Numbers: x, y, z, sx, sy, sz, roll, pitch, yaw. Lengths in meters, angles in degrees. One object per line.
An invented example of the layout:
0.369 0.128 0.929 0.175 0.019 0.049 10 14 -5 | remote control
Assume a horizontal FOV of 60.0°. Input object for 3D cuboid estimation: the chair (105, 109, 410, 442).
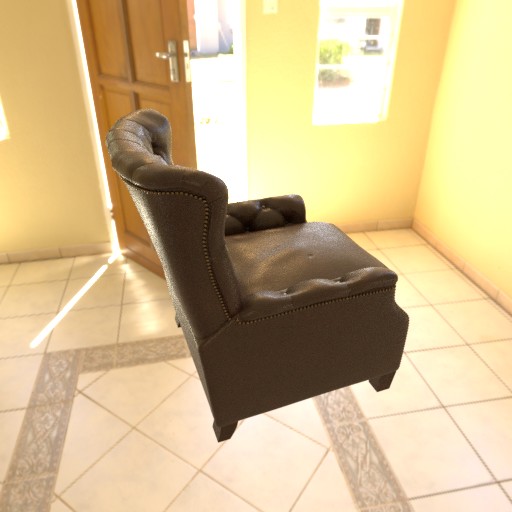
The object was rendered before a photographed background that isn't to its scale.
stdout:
0.000 0.000 1.474 0.823 0.864 0.709 -10 31 -18 | chair
